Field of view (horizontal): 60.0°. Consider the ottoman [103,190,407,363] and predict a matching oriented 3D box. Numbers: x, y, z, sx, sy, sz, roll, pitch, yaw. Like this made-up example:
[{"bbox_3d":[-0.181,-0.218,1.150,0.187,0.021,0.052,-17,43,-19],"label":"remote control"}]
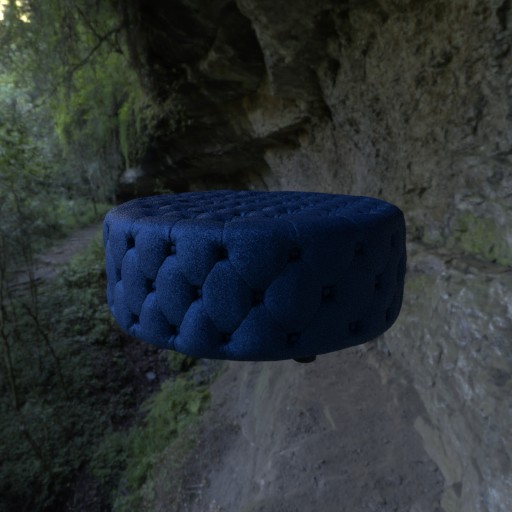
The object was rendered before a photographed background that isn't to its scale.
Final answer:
[{"bbox_3d":[0.000,0.000,1.536,0.998,0.398,0.998,0,13,0],"label":"ottoman"}]
